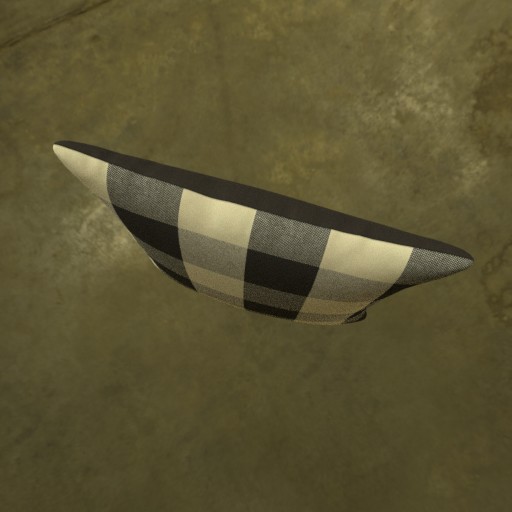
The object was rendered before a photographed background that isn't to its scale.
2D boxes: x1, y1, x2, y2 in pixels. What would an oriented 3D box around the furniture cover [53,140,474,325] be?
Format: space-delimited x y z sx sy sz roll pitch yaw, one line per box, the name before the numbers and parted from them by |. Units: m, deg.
furniture cover | 0.000 0.000 0.758 0.511 0.509 0.161 16 76 4
